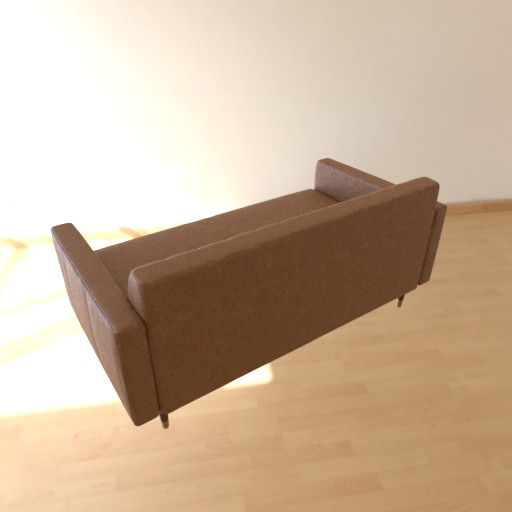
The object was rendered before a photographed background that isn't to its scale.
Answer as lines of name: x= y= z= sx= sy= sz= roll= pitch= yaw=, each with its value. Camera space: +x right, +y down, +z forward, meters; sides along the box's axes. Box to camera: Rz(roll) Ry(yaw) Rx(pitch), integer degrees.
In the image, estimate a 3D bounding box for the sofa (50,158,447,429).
sofa: x=0.000 y=0.000 z=2.393 sx=1.847 sy=0.821 sz=0.993 roll=-20 pitch=36 yaw=-29
